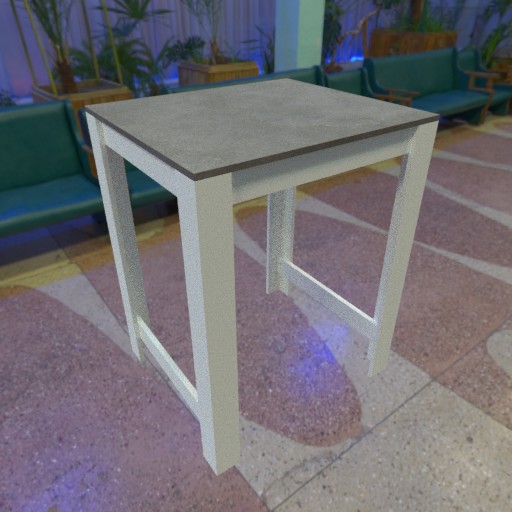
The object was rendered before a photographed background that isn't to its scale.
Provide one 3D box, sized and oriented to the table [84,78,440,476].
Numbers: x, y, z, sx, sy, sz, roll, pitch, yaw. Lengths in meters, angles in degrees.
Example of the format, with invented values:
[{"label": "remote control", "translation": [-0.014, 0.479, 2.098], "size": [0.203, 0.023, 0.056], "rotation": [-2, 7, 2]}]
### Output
[{"label": "table", "translation": [0.000, 0.000, 1.586], "size": [0.800, 1.020, 0.700], "rotation": [-20, 37, -30]}]
